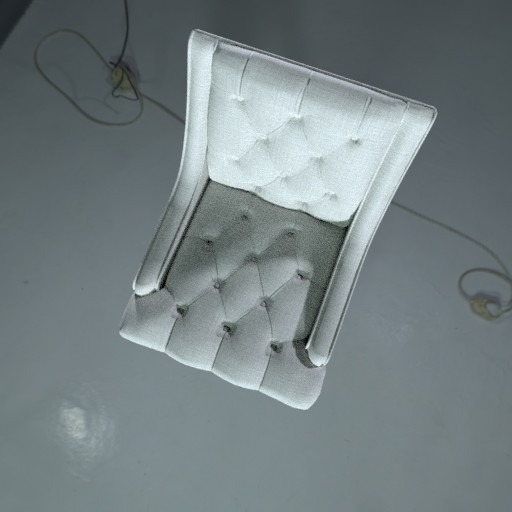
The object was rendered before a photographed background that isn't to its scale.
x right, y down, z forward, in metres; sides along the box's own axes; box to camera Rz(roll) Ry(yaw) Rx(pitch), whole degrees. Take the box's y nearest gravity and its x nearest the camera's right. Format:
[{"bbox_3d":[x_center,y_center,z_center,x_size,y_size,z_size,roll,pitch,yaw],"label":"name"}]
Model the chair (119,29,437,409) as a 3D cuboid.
[{"bbox_3d":[0.000,0.000,1.395,0.658,0.891,0.772,21,76,5],"label":"chair"}]
